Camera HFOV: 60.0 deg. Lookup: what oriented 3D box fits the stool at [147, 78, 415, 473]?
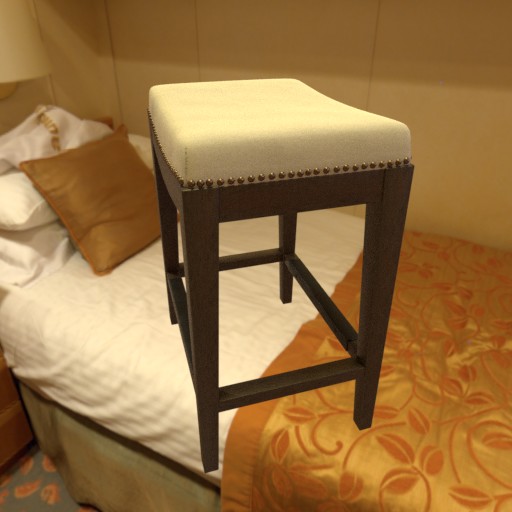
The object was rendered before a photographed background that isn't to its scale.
[{"bbox_3d":[0.000,0.000,0.946,0.361,0.642,0.500,-9,31,-15],"label":"stool"}]
